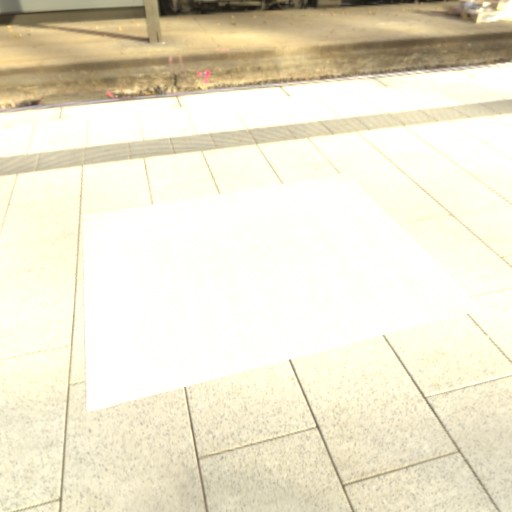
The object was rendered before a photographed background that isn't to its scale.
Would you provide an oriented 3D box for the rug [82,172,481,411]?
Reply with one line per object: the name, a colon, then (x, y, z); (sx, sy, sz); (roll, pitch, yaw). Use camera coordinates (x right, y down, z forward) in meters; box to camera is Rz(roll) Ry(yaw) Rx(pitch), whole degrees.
rug: (0.000, 0.000, 3.880); (2.897, 0.035, 2.277); (-11, 40, -14)
